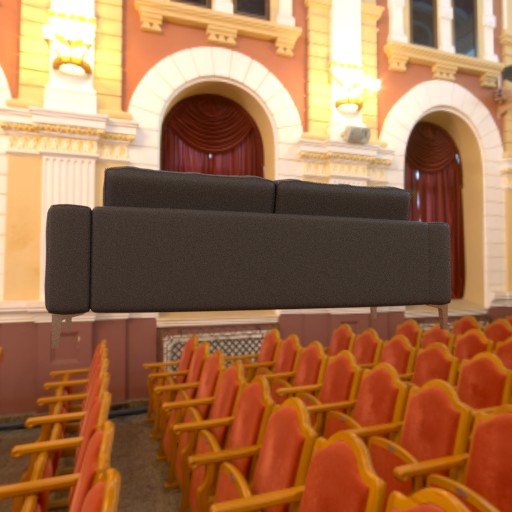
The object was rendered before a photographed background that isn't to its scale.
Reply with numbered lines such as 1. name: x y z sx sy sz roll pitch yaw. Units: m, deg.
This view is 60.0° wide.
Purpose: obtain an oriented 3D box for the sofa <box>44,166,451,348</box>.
1. sofa: 0.000 0.000 2.715 2.275 0.893 0.833 1 -3 -19
